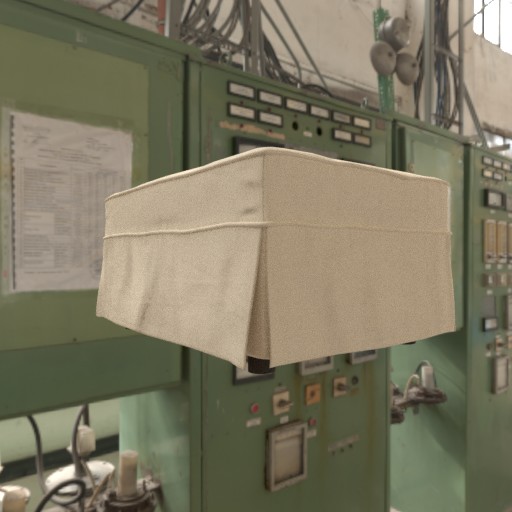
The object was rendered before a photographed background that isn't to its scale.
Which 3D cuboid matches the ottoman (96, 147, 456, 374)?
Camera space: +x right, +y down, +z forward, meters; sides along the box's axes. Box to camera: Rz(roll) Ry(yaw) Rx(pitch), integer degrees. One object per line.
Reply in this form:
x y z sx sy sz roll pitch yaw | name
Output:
0.000 0.000 1.341 0.703 0.479 0.944 0 0 -37 | ottoman
